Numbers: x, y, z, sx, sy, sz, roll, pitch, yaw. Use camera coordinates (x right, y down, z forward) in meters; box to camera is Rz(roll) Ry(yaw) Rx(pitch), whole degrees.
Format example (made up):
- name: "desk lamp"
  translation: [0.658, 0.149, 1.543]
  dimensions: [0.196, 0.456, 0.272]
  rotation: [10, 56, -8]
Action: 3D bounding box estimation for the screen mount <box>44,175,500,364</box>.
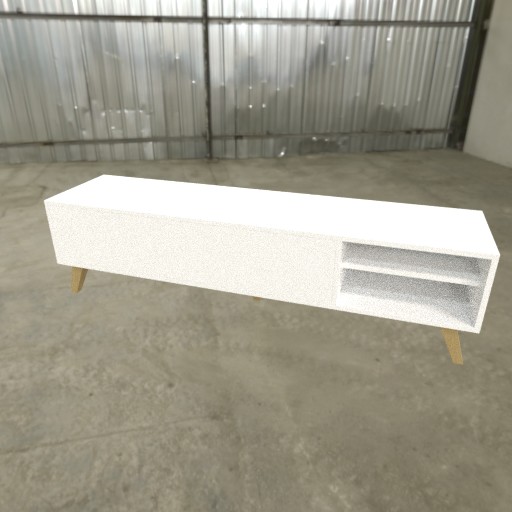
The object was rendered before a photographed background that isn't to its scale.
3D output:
- name: "screen mount"
  translation: [0.000, 0.000, 1.801]
  dimensions: [1.644, 0.432, 0.399]
  rotation: [8, 27, 16]
